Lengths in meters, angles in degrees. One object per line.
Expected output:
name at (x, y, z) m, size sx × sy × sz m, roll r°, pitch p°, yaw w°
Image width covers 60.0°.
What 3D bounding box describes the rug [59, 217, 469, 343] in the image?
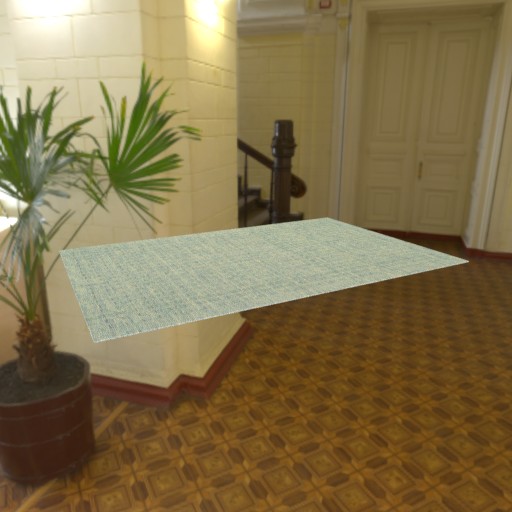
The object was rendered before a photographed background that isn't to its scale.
rug at (0.000, 0.000, 2.257) m, size 1.752 × 0.006 × 1.142 m, roll -9°, pitch 19°, yaw -27°
